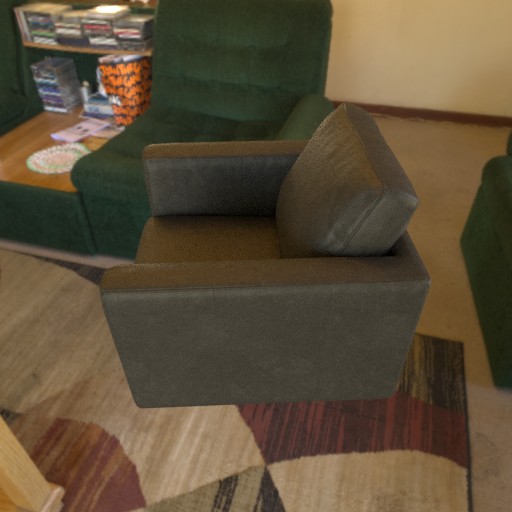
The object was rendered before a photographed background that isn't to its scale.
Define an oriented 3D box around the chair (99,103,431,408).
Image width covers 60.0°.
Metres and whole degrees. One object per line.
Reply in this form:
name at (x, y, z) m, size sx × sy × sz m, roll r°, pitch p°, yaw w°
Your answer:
chair at (0.000, 0.000, 1.558) m, size 0.879 × 0.898 × 0.831 m, roll -2°, pitch 40°, yaw -2°
